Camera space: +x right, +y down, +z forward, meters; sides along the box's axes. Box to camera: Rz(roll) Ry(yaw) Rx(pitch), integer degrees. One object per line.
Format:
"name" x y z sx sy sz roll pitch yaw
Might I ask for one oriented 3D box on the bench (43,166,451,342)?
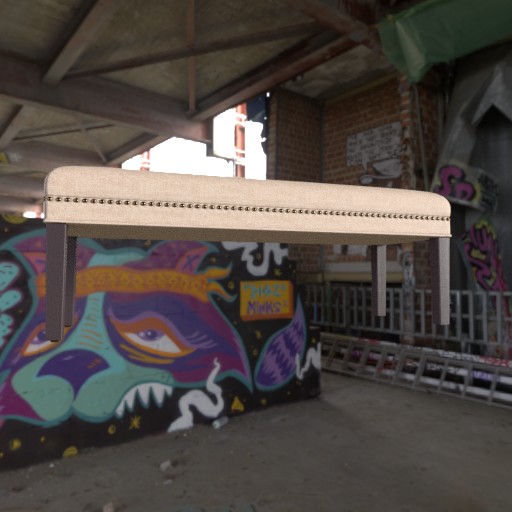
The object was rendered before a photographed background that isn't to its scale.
"bench" 0.000 0.000 1.449 1.219 0.457 0.410 1 -3 -18
